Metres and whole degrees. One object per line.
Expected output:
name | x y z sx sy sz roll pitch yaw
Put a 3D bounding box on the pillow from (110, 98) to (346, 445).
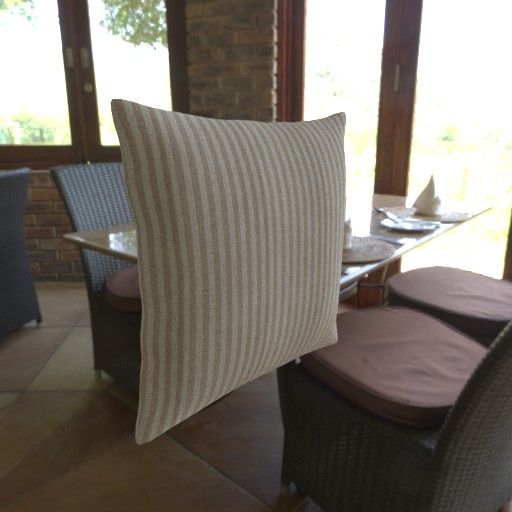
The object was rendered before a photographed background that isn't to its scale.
pillow | 0.000 0.000 0.794 0.523 0.510 0.166 -15 21 -43
